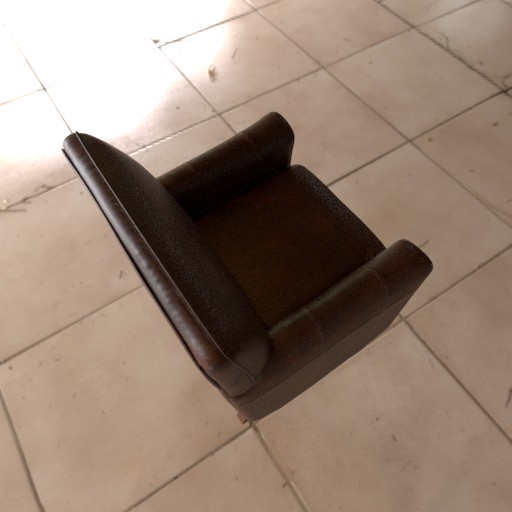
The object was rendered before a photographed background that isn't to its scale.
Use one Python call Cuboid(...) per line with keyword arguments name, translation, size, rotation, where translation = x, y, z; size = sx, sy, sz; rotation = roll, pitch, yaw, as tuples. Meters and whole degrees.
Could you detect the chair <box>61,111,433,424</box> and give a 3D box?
Cuboid(name="chair", translation=(0.000, 0.000, 1.587), size=(0.823, 0.943, 0.870), rotation=(-30, 63, -17))
